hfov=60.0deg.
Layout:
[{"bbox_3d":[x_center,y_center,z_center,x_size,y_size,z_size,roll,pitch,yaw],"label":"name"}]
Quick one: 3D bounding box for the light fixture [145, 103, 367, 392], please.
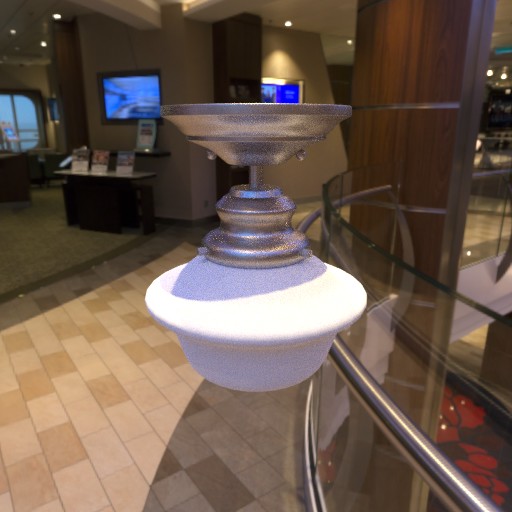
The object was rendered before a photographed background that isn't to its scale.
[{"bbox_3d":[0.000,0.000,0.398,0.199,0.254,0.199,0,17,0],"label":"light fixture"}]
